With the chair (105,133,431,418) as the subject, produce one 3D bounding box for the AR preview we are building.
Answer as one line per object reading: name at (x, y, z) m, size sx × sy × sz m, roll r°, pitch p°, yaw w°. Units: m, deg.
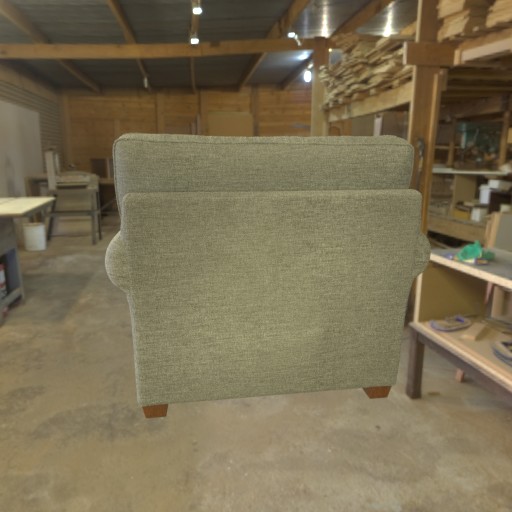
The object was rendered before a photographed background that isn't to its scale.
chair at (0.000, 0.000, 1.844) m, size 1.092 × 0.961 × 0.965 m, roll -2°, pitch 13°, yaw -9°
